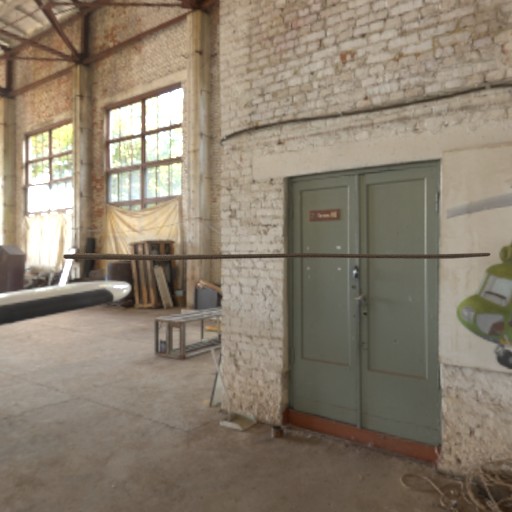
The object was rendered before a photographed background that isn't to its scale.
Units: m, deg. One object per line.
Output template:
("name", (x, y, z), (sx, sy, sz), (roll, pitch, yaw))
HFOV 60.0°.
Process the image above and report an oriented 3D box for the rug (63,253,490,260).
("rug", (0.000, 0.000, 4.078), (3.011, 0.054, 2.399), (0, 0, -17))
